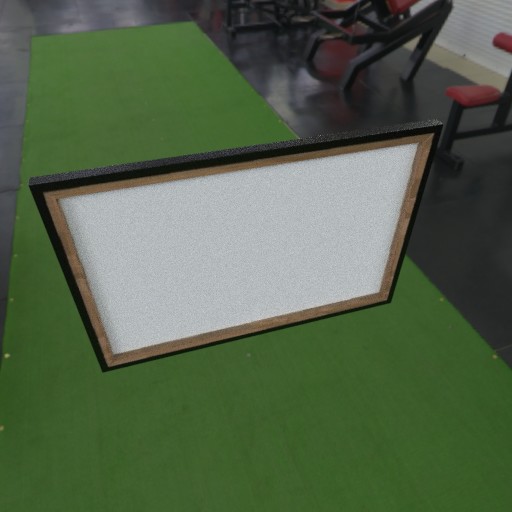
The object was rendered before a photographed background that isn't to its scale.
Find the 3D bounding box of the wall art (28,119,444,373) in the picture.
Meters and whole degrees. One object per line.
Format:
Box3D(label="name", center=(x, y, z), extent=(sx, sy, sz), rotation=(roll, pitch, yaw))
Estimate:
Box3D(label="wall art", center=(0.000, 0.000, 0.834), extent=(0.659, 0.446, 0.022), rotation=(-11, 43, -13))
